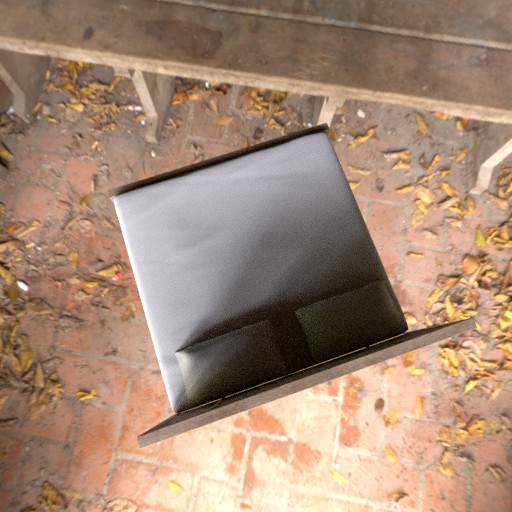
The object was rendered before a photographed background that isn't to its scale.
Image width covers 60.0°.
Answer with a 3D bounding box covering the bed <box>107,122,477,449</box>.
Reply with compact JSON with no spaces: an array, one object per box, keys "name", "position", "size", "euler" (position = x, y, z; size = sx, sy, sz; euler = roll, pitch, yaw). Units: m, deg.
[{"name":"bed","position":[0.000,0.000,3.513],"size":[2.032,1.626,2.032],"euler":[-18,77,-4]}]
